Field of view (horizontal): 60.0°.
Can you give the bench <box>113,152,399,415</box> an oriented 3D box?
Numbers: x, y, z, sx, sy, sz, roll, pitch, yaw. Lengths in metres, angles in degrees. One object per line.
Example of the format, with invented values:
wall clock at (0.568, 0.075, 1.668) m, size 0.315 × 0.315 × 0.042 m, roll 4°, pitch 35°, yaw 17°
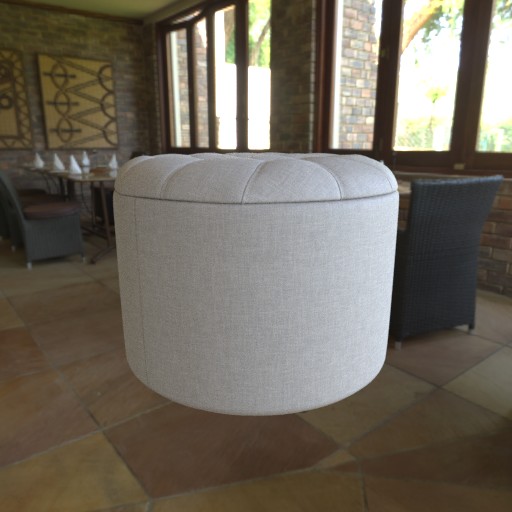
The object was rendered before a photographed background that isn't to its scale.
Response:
bench at (0.000, 0.000, 1.007) m, size 0.600 × 0.453 × 0.600 m, roll 0°, pitch 14°, yaw 0°
